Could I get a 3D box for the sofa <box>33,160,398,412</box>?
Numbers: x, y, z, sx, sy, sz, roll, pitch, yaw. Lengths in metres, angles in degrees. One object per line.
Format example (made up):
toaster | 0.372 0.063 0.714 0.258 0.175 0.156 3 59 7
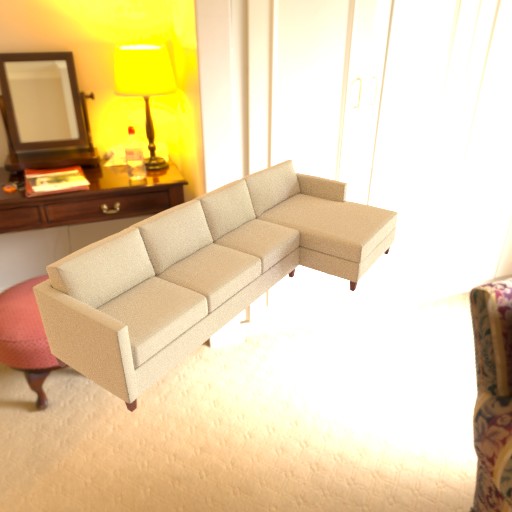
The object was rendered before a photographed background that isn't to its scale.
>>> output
sofa | 0.000 0.000 4.174 1.599 0.954 3.471 18 33 30
